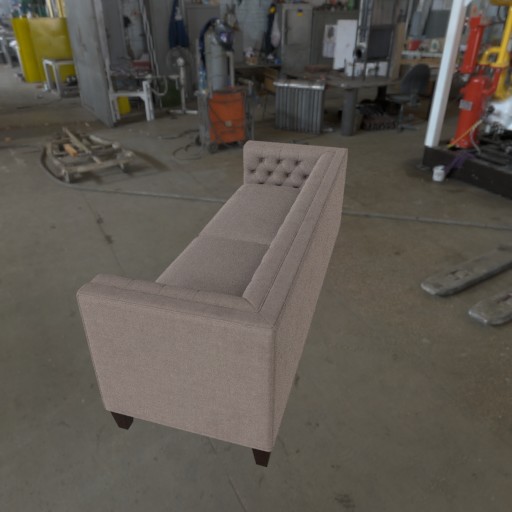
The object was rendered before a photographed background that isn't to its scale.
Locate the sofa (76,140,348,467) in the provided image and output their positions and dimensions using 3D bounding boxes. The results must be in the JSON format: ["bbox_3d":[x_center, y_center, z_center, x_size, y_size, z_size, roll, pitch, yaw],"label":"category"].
[{"bbox_3d":[0.000,0.000,2.631,0.775,0.762,2.159,8,31,14],"label":"sofa"}]
